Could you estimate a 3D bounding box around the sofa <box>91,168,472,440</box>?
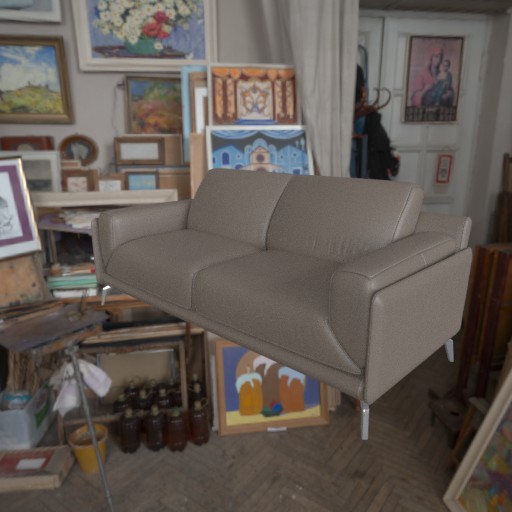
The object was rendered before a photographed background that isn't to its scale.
[{"bbox_3d":[0.000,0.000,2.557,2.101,0.930,1.049,14,21,41],"label":"sofa"}]
